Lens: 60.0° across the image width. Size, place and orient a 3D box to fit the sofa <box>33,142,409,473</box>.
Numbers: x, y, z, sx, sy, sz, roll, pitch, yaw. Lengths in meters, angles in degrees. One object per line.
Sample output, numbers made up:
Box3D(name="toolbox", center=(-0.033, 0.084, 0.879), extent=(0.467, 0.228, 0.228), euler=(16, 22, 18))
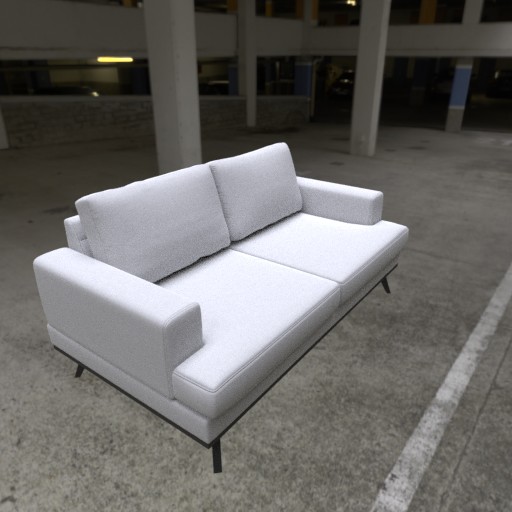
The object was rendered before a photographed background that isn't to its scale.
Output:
Box3D(name="sofa", center=(0.000, 0.000, 2.099), extent=(0.920, 0.810, 1.650), euler=(17, 30, 33))
